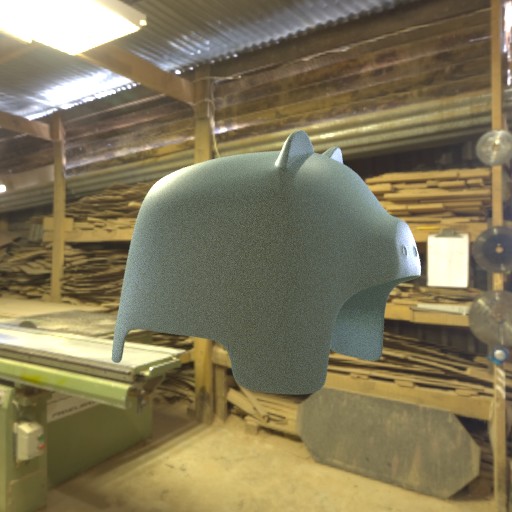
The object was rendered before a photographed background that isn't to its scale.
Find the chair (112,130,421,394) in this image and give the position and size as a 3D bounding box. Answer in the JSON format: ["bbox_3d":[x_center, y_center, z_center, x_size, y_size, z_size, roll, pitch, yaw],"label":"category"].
[{"bbox_3d":[0.000,0.000,0.887,0.619,0.423,0.364,0,0,36],"label":"chair"}]
